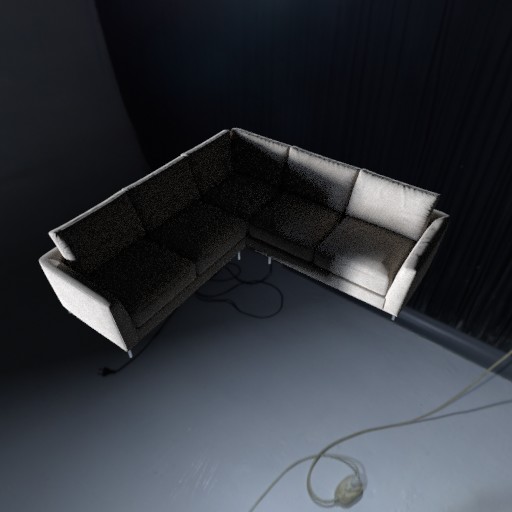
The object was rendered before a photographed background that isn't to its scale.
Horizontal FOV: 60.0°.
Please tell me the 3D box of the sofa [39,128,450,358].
[{"bbox_3d":[0.000,0.000,3.717,2.438,0.864,2.438,25,48,26],"label":"sofa"}]
